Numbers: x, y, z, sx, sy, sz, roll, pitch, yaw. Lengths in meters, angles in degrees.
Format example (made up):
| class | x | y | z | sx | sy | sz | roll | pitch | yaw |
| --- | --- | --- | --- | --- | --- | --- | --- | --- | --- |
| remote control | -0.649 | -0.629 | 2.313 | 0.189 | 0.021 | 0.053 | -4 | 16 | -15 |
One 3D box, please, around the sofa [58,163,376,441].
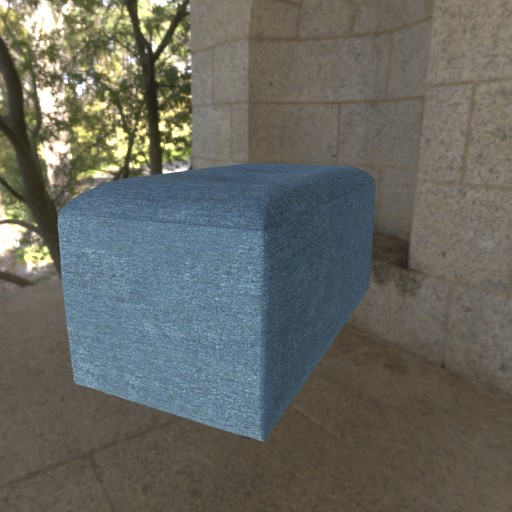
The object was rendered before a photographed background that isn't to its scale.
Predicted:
| class | x | y | z | sx | sy | sz | roll | pitch | yaw |
| --- | --- | --- | --- | --- | --- | --- | --- | --- | --- |
| sofa | 0.000 | 0.000 | 1.233 | 0.480 | 0.470 | 0.930 | 7 | 17 | 25 |
